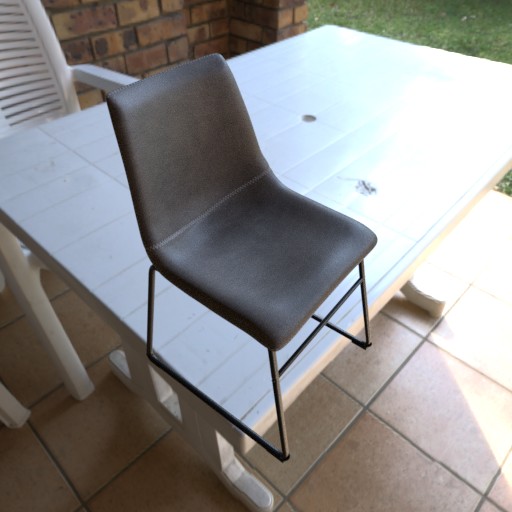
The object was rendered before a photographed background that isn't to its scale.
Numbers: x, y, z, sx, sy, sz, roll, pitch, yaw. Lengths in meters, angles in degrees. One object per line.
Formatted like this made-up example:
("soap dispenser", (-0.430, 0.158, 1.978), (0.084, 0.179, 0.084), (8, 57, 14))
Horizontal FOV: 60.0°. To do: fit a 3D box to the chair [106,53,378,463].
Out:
("chair", (0.000, 0.000, 1.097), (0.550, 0.780, 0.460), (28, 49, 27))
